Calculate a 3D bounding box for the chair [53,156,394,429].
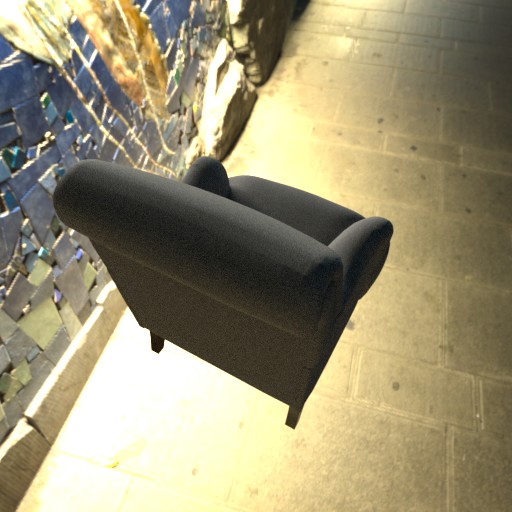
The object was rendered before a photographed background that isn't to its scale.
[{"bbox_3d":[0.000,0.000,1.520,0.766,0.942,0.843,23,52,19],"label":"chair"}]
